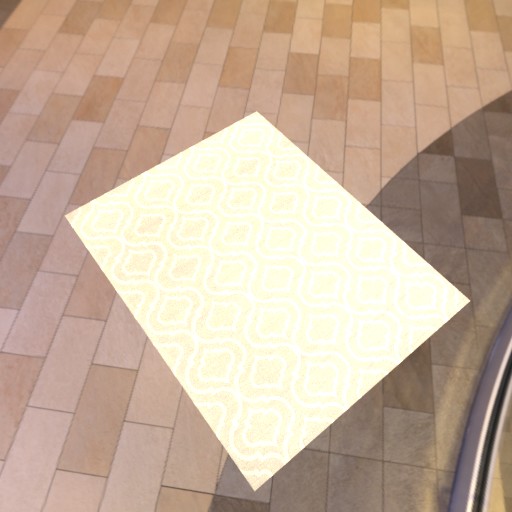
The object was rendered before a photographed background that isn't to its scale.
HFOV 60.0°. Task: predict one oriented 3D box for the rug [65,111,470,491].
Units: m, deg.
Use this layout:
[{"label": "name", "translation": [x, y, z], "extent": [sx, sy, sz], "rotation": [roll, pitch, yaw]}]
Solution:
[{"label": "rug", "translation": [0.000, 0.000, 3.925], "extent": [2.283, 0.006, 2.892], "rotation": [-34, 65, -18]}]
